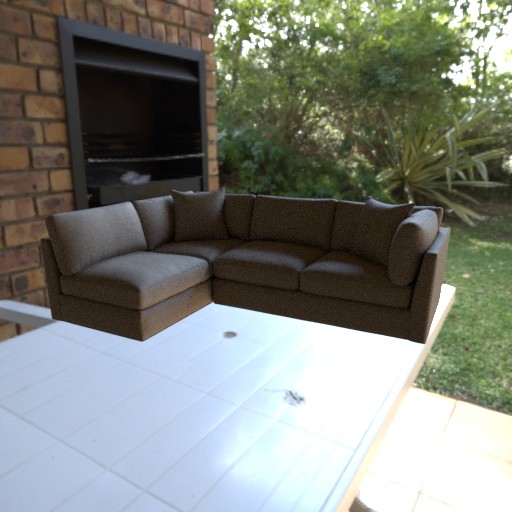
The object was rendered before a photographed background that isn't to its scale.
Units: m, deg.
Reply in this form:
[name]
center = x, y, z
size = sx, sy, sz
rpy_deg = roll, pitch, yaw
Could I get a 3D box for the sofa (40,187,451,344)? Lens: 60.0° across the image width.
[sofa]
center = 0.000, 0.000, 3.798
size = 2.896, 0.978, 1.994
rpy_deg = 7, 16, 26
